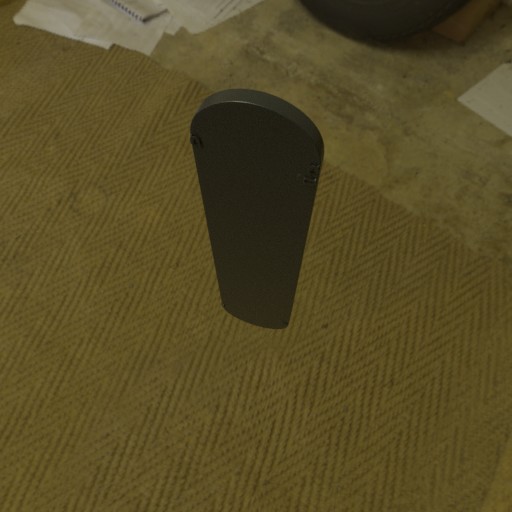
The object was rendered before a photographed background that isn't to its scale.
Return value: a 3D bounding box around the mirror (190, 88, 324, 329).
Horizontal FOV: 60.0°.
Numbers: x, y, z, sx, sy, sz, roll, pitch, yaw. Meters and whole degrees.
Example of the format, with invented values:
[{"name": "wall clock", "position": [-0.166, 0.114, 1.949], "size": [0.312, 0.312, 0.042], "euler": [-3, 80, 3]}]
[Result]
[{"name": "mirror", "position": [0.000, 0.000, 1.076], "size": [0.222, 0.991, 0.032], "euler": [16, 64, 8]}]
